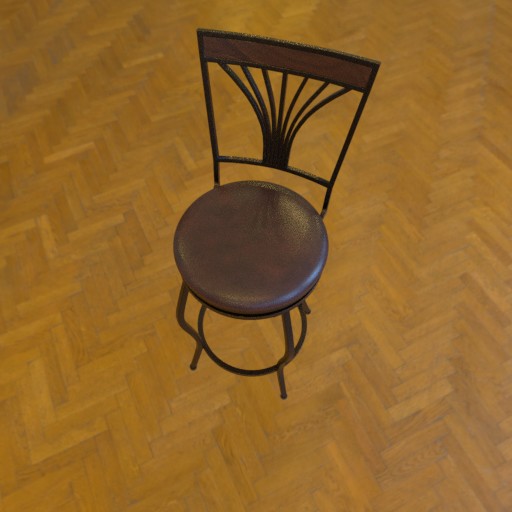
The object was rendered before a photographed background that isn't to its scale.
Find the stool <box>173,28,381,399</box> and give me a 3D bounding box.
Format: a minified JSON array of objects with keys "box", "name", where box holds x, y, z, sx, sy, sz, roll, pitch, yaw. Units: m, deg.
[{"box":[0.000,0.000,1.360,0.433,1.117,0.514,15,59,9],"name":"stool"}]
